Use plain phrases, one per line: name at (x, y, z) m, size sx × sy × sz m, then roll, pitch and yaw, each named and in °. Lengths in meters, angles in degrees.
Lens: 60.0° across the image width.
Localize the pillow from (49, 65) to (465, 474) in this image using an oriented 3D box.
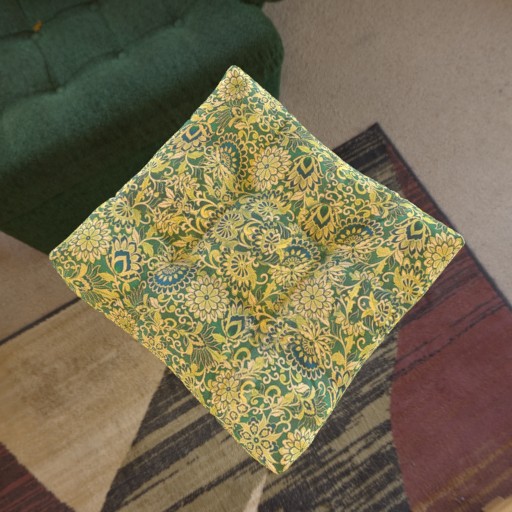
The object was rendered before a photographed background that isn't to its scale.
pillow at (0.000, 0.000, 0.723) m, size 0.490 × 0.128 × 0.468 m, roll 40°, pitch 80°, yaw 9°
